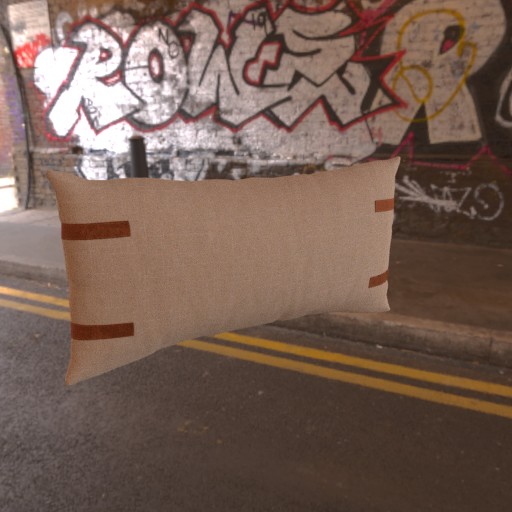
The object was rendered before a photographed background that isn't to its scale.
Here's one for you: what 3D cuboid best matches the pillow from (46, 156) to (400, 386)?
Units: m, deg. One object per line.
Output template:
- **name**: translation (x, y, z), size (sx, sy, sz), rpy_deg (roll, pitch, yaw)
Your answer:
- **pillow**: translation (0.000, 0.000, 0.727), size (0.612, 0.308, 0.148), rpy_deg (-8, 17, -26)
